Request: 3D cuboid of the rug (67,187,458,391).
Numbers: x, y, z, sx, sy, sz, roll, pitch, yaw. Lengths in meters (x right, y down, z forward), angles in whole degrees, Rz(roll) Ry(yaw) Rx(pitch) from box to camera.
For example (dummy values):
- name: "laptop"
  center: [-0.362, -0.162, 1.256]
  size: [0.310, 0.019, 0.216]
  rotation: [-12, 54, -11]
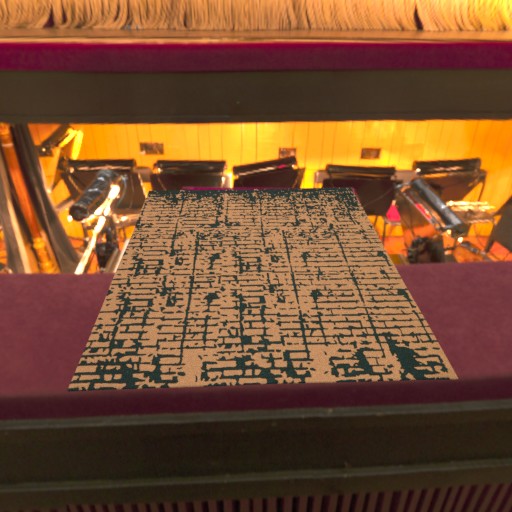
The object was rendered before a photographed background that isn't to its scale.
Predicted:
- name: "rug"
  center: [0.000, 0.000, 4.011]
  size: [2.416, 0.014, 3.017]
  rotation: [-1, 32, -2]
